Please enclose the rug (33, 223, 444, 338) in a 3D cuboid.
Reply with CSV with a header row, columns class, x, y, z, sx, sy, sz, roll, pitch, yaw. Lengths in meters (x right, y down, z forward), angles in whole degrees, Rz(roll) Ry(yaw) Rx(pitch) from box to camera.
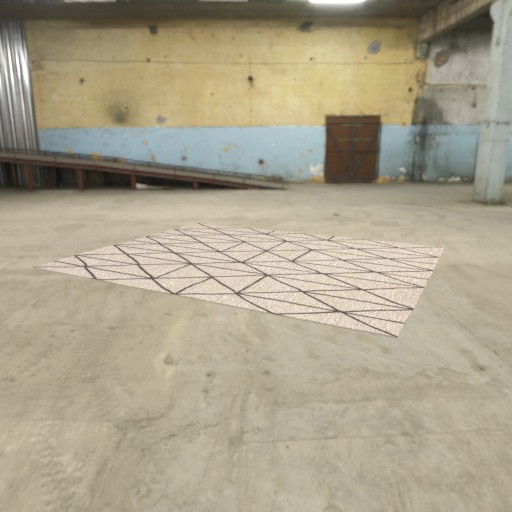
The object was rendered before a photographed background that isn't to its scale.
class,x,y,z,sx,sy,sz,roll,pitch,yaw
rug,0.000,0.000,4.139,3.061,0.022,2.468,7,16,27
